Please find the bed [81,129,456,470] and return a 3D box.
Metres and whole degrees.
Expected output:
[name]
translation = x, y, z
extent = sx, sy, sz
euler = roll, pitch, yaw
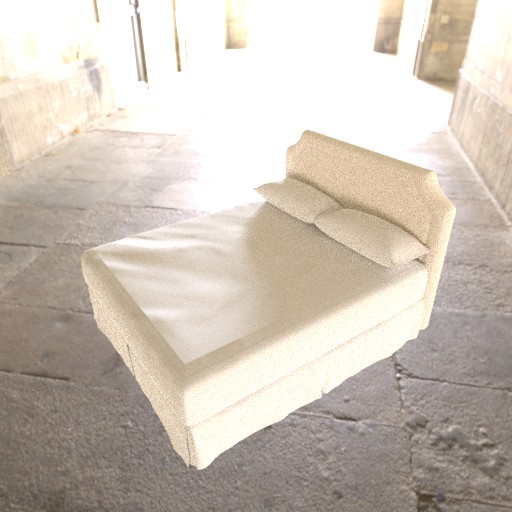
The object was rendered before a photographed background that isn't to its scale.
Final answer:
[bed]
translation = 0.000, 0.000, 3.913
extent = 2.548, 1.524, 2.134
euler = -20, 37, -30
